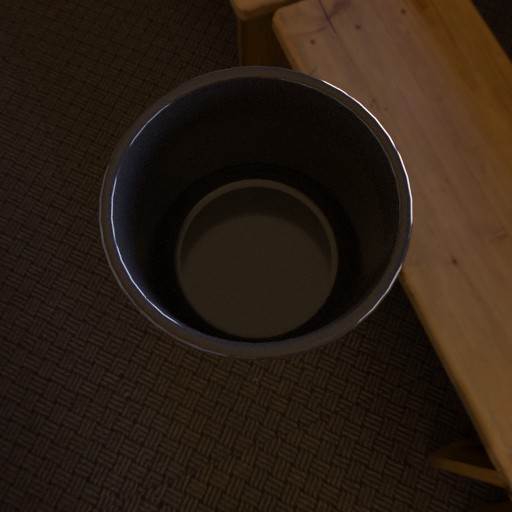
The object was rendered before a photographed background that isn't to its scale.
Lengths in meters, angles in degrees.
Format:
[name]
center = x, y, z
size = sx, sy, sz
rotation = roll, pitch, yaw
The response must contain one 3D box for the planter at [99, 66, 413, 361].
[planter]
center = 0.000, 0.000, 0.266
size = 0.129, 0.177, 0.129
rotation = 0, 74, 0
